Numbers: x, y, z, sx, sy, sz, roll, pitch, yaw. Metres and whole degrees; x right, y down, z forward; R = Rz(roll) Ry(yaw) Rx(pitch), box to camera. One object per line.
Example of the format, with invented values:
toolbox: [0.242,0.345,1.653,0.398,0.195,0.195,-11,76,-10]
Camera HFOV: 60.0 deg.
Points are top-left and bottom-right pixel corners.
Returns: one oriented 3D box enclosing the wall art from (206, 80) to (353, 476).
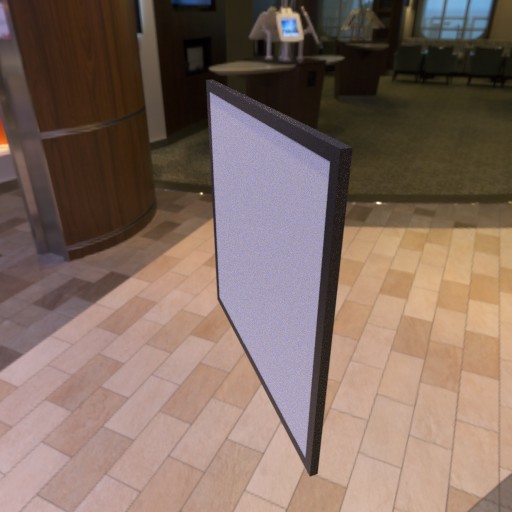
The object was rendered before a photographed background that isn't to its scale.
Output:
wall art: [0.000,0.000,1.218,0.022,0.807,0.807,-10,31,-18]
